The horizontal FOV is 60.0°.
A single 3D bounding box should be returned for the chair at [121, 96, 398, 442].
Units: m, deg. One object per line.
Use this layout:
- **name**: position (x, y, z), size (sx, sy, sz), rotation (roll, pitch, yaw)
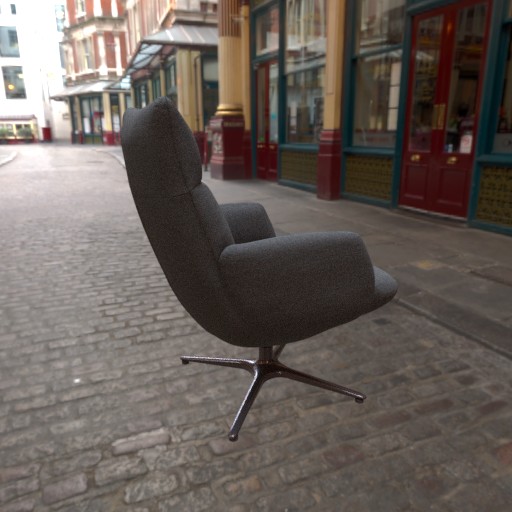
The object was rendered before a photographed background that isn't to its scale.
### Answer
- **chair**: position (0.000, 0.000, 1.533), size (0.831, 0.984, 0.702), rotation (-7, 17, -24)
